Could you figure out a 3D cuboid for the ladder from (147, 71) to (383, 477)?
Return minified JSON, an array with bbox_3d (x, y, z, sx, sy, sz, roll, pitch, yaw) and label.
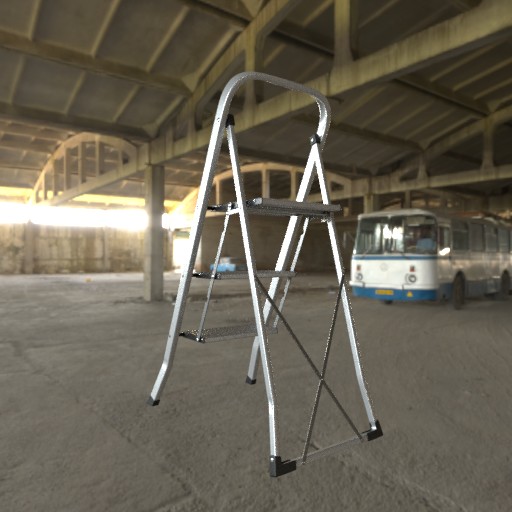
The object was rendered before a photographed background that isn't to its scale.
[{"bbox_3d":[0.000,0.000,1.463,0.465,1.070,0.704,0,0,-37],"label":"ladder"}]
